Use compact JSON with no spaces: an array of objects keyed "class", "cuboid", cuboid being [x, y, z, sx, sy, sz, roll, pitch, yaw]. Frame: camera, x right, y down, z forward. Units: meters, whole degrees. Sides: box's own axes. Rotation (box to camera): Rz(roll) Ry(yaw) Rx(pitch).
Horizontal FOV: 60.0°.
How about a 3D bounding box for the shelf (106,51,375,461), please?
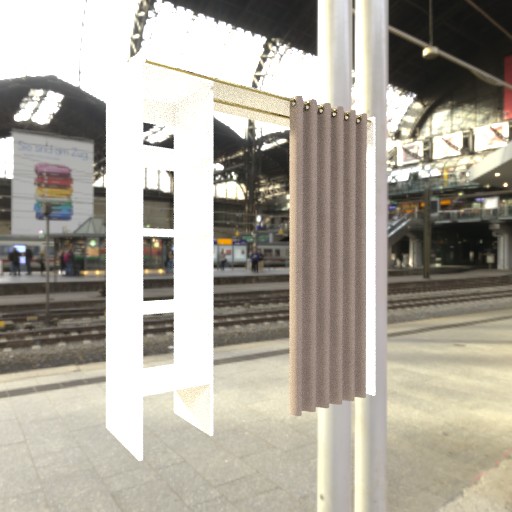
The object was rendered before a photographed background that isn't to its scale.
[{"class":"shelf","cuboid":[0.000,0.000,2.616,1.600,1.820,0.500,0,0,-36]}]
